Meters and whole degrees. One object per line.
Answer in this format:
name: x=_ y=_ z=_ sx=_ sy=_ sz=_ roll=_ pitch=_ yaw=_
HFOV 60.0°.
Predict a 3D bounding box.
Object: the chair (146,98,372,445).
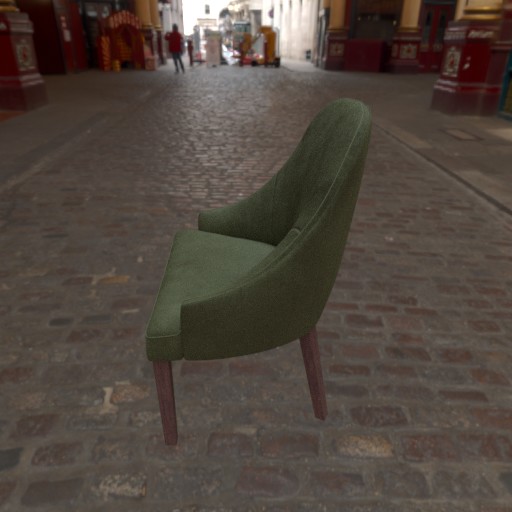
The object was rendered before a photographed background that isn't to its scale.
chair: x=0.000 y=0.000 z=1.336 sx=0.575 sy=0.889 sz=0.643 roll=-1 pitch=27 yaw=-2
